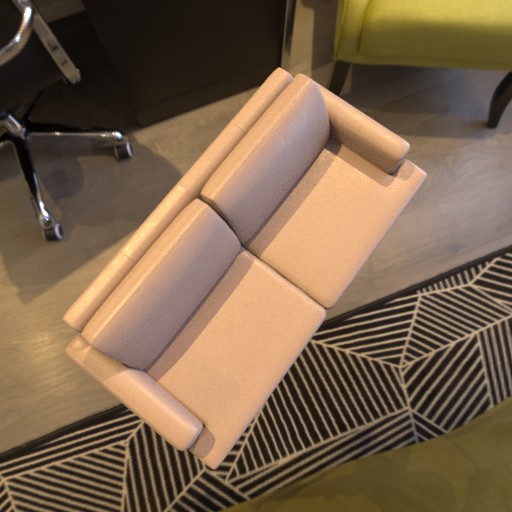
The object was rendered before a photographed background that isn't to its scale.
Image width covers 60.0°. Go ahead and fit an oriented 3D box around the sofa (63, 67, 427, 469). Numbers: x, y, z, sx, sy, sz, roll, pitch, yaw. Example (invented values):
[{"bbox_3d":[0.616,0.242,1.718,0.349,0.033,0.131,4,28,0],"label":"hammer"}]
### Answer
[{"bbox_3d":[0.000,0.000,2.350,0.974,0.765,1.940,36,79,8],"label":"sofa"}]
